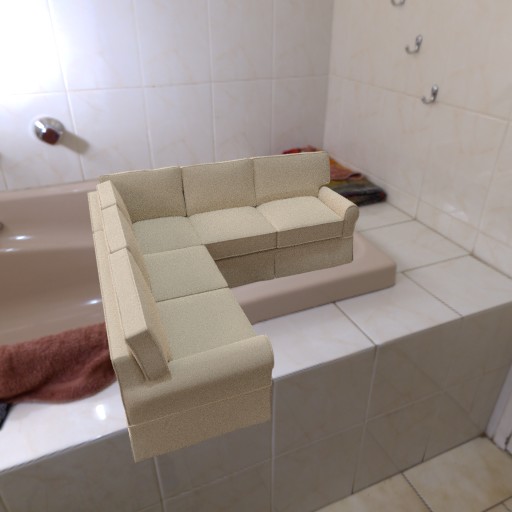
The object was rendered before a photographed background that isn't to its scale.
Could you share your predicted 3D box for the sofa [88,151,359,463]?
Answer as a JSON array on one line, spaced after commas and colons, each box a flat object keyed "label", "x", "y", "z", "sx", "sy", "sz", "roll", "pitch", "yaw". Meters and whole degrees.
[{"label": "sofa", "x": 0.000, "y": 0.000, "z": 3.899, "sx": 2.597, "sy": 1.070, "sz": 2.591, "roll": -11, "pitch": 32, "yaw": -18}]
